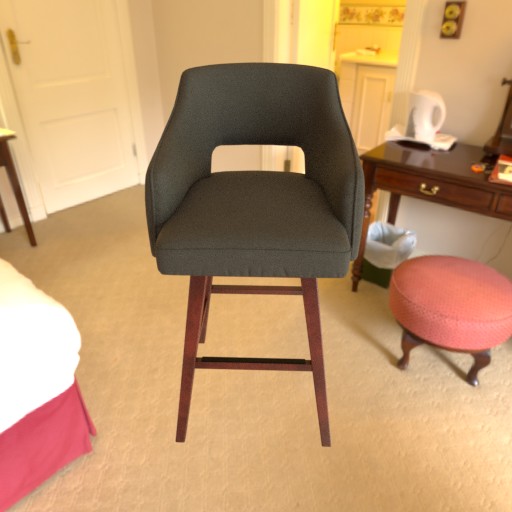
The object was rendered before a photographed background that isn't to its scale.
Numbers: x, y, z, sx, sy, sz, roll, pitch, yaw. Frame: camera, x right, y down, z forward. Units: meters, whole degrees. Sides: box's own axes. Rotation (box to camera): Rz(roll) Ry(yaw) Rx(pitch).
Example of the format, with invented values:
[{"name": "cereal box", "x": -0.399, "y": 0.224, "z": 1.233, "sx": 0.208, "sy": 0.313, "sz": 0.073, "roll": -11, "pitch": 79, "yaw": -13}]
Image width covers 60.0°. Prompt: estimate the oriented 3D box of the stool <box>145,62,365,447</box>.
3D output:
[{"name": "stool", "x": 0.000, "y": 0.000, "z": 1.330, "sx": 0.548, "sy": 1.012, "sz": 0.558, "roll": 1, "pitch": 30, "yaw": 2}]
